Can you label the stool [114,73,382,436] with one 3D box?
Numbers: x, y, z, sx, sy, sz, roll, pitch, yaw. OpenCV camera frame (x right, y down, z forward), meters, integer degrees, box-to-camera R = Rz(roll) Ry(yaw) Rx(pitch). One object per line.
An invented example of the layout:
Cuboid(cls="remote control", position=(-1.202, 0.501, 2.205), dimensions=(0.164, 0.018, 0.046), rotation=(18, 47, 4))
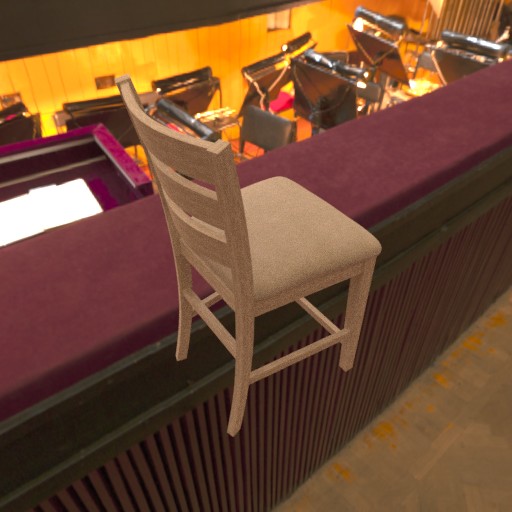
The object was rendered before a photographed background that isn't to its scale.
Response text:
Cuboid(cls="stool", position=(0.000, 0.000, 1.322), dimensions=(0.569, 1.032, 0.484), rotation=(-25, 47, -26))
